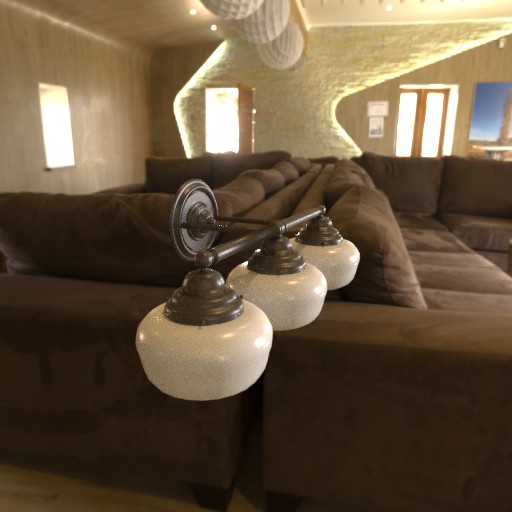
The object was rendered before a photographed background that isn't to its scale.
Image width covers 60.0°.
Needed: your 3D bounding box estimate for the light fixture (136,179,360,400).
[{"bbox_3d":[0.000,0.000,0.728,0.239,0.242,0.587,7,16,26],"label":"light fixture"}]
